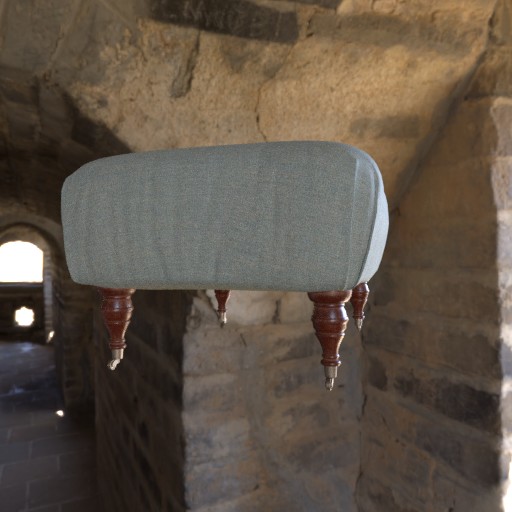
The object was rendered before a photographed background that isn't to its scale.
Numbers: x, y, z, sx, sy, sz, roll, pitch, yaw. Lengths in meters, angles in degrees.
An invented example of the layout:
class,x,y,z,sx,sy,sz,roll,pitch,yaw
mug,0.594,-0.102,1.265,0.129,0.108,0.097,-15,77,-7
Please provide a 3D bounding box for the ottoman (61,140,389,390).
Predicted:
class,x,y,z,sx,sy,sz,roll,pitch,yaw
ottoman,0.000,0.000,1.104,0.622,0.450,0.747,0,1,18
